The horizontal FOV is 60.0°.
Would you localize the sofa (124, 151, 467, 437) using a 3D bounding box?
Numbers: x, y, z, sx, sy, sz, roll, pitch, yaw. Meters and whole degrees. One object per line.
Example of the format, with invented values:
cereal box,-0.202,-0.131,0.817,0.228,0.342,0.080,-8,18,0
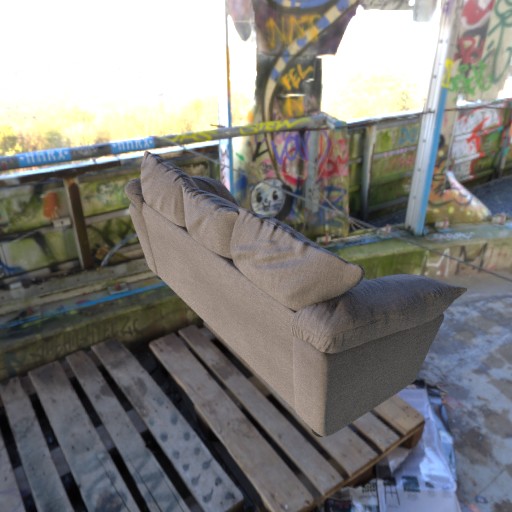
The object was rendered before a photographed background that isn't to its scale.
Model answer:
sofa,0.000,0.000,2.905,0.927,1.043,2.390,-18,32,-31
